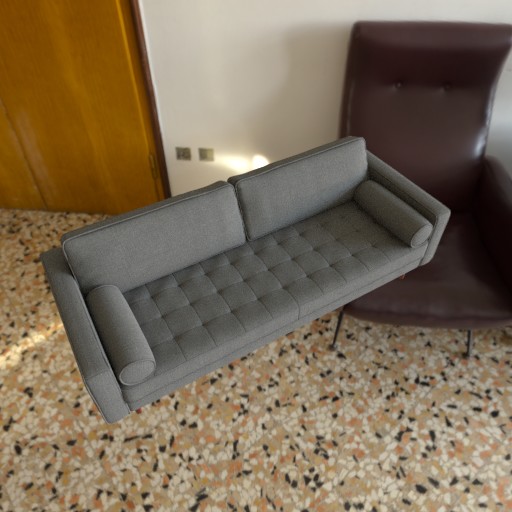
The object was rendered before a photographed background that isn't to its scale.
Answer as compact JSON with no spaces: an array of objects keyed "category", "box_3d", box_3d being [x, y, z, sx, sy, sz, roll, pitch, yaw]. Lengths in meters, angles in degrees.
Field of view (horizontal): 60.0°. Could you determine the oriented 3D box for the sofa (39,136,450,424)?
[{"category":"sofa","box_3d":[0.000,0.000,2.629,2.198,0.762,0.914,-23,50,-21]}]
